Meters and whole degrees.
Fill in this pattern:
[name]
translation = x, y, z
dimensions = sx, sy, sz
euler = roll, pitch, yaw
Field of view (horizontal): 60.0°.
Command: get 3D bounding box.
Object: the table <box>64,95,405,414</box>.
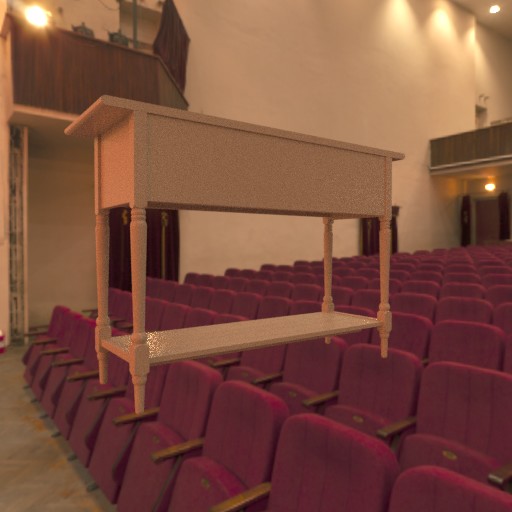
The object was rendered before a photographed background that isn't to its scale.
[table]
translation = 0.000, 0.000, 1.586
dimensions = 1.197, 0.808, 0.384
euler = -1, 2, -36
